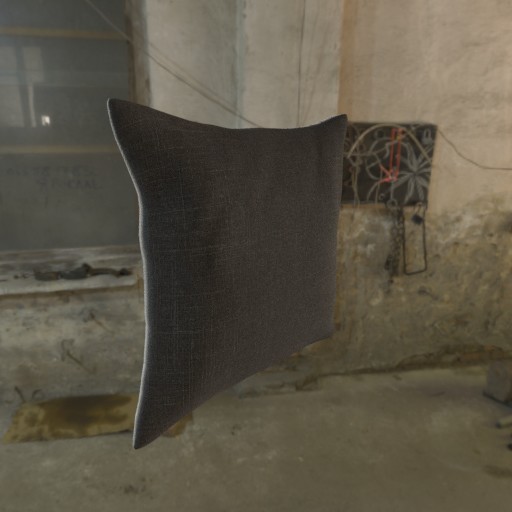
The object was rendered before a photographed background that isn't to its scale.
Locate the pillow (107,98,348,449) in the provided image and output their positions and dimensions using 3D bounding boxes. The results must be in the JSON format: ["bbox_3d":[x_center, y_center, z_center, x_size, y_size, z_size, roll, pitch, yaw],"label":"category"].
[{"bbox_3d":[0.000,0.000,0.692,0.138,0.444,0.468,15,22,42],"label":"pillow"}]
